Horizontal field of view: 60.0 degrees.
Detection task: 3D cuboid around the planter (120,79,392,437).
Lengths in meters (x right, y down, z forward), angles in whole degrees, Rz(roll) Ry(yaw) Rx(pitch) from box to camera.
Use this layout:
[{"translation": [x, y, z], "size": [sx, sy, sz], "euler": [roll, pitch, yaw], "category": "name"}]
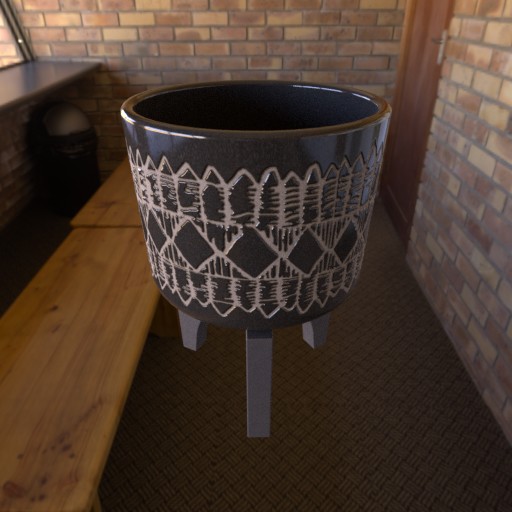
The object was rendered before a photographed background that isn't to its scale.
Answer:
[{"translation": [0.000, 0.000, 0.261], "size": [0.129, 0.177, 0.129], "euler": [0, 30, 0], "category": "planter"}]
